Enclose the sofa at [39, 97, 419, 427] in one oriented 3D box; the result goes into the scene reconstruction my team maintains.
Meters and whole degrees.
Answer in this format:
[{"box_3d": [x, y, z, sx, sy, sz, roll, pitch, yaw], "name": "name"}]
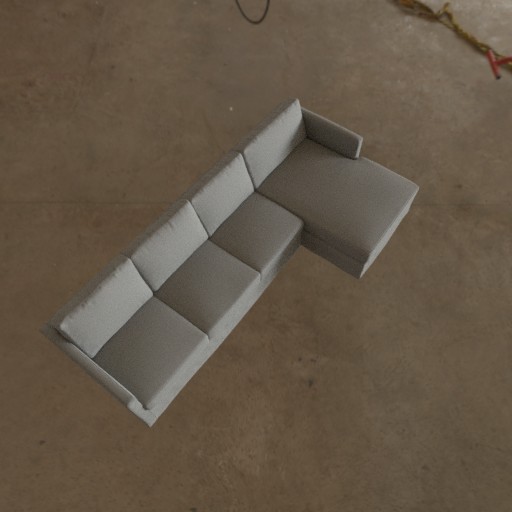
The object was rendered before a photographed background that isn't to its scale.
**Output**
[{"box_3d": [0.000, 0.000, 3.857, 1.622, 0.867, 3.177, 32, 64, 18], "name": "sofa"}]
